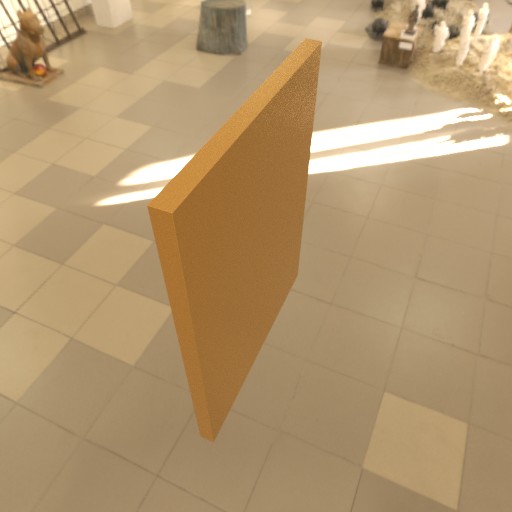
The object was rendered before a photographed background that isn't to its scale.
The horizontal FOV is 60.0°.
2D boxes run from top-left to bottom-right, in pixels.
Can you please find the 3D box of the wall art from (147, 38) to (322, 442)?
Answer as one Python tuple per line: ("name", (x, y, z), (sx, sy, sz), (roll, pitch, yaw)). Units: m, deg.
("wall art", (0.000, 0.000, 1.036), (0.038, 0.762, 0.610), (18, 49, 16))
